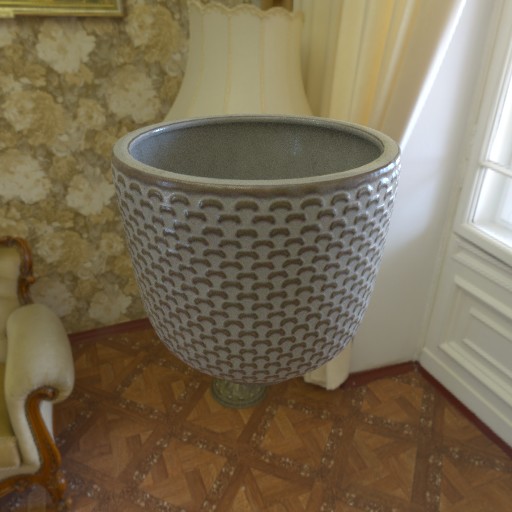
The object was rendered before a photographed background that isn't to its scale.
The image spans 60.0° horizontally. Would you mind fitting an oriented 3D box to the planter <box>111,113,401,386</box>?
[{"bbox_3d":[0.000,0.000,0.247,0.139,0.130,0.139,0,28,0],"label":"planter"}]
